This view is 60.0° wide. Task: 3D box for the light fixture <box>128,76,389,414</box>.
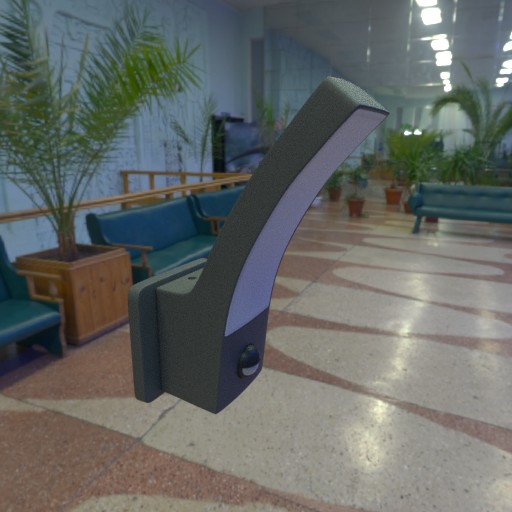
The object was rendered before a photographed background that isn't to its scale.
[{"bbox_3d":[0.000,0.000,0.339,0.174,0.243,0.108,7,16,27],"label":"light fixture"}]
